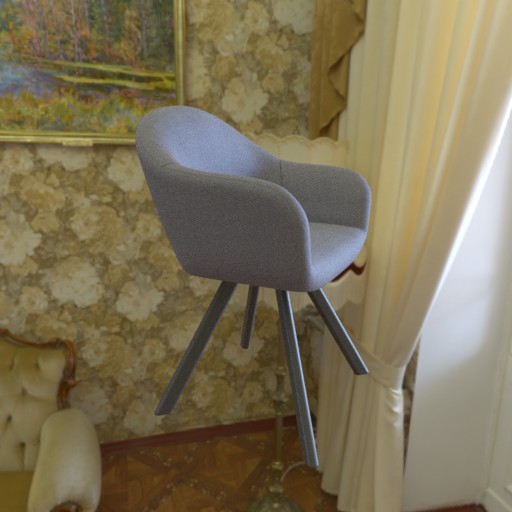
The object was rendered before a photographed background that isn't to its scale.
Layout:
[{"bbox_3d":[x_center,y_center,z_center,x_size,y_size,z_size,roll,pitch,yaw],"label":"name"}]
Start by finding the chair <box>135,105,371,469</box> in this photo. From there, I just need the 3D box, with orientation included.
[{"bbox_3d":[0.000,0.000,1.209,0.550,0.795,0.590,7,16,26],"label":"chair"}]
